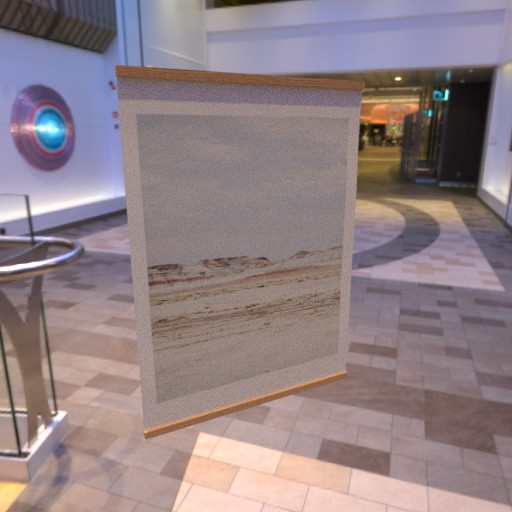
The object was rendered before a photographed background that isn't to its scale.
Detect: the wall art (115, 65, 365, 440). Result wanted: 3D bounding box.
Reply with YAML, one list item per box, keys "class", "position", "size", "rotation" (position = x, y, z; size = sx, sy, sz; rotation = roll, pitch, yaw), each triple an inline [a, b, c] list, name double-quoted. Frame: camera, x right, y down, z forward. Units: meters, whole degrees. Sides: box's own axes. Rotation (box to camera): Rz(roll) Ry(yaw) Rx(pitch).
- class: "wall art"
  position: [0.000, 0.000, 1.333]
  size: [0.739, 1.016, 0.020]
  rotation: [-8, 17, -26]
